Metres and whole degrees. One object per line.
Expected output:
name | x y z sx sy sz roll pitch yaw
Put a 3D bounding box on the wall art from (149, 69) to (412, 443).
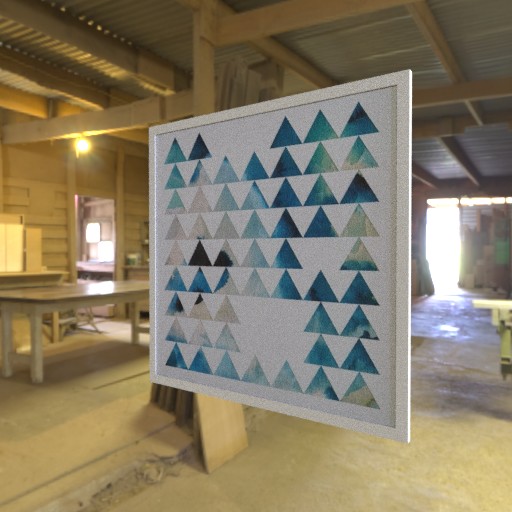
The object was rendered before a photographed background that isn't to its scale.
wall art | 0.000 0.000 0.821 0.557 0.557 0.012 1 1 34
